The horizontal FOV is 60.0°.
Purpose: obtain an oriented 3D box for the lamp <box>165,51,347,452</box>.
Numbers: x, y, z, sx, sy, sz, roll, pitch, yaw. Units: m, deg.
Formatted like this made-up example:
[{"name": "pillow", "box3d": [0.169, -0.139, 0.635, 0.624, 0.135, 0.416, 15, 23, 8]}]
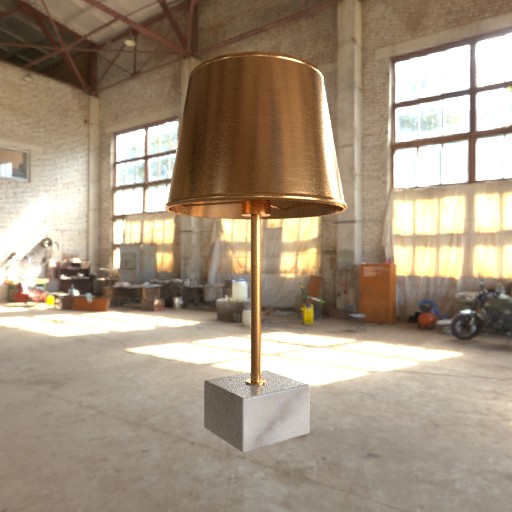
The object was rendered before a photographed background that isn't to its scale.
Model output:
[{"name": "lamp", "box3d": [0.000, 0.000, 0.517, 0.208, 0.406, 0.208, 0, 0, 0]}]
